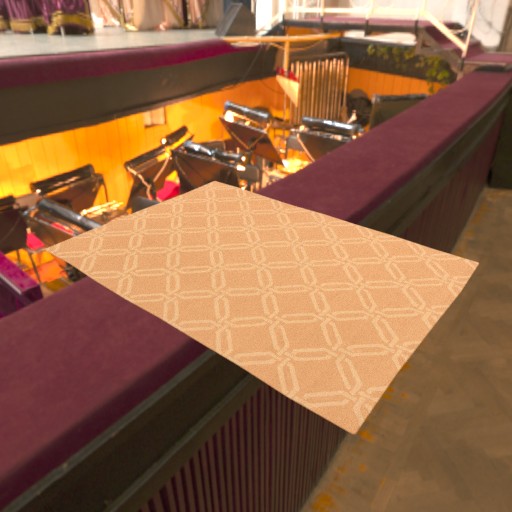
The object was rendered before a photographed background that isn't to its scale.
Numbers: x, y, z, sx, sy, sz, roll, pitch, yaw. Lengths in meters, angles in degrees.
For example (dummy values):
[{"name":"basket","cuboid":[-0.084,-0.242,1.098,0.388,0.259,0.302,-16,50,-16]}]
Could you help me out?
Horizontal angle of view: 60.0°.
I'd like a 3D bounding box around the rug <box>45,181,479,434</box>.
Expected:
[{"name":"rug","cuboid":[0.000,0.000,2.642,2.135,0.013,1.524,22,37,33]}]
